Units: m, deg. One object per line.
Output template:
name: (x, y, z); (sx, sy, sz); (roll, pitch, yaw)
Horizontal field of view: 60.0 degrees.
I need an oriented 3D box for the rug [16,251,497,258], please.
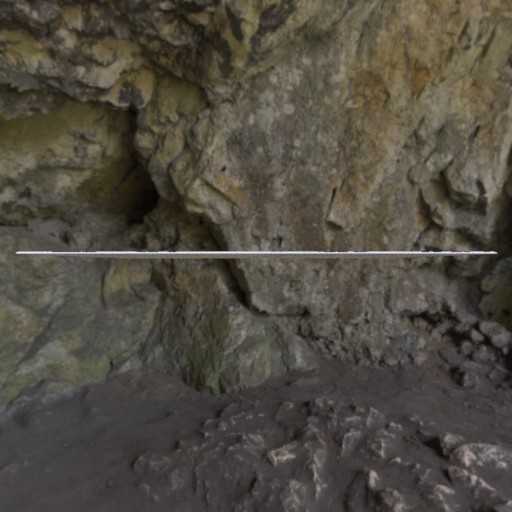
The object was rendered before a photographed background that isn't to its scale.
rug: (0.000, 0.000, 3.990); (3.040, 0.014, 2.423); (0, -1, 0)
